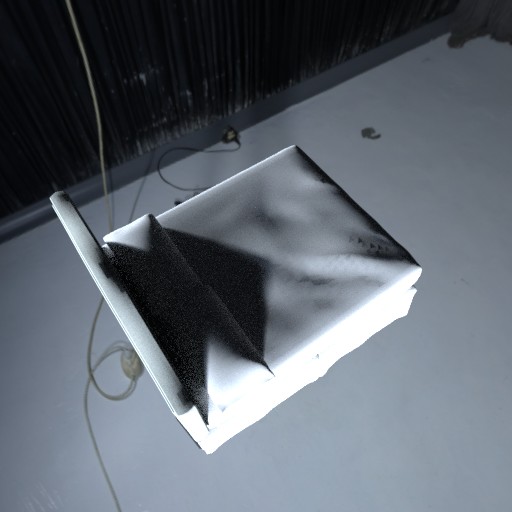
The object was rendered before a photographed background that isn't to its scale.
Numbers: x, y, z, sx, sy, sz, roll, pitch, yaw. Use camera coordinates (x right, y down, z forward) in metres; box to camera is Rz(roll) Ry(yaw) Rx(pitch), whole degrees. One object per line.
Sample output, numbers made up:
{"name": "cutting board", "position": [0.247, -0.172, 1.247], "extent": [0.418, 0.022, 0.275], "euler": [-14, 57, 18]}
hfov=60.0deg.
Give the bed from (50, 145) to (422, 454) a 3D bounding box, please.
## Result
{"name": "bed", "position": [0.000, 0.000, 3.415], "extent": [2.180, 1.607, 1.813], "euler": [-31, 64, -17]}
